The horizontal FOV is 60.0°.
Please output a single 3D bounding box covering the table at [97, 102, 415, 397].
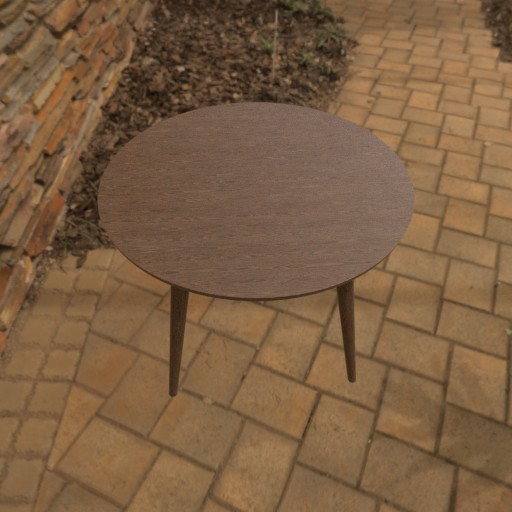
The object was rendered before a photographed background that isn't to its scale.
[{"bbox_3d":[0.000,0.000,1.801,1.053,0.786,1.053,0,46,0],"label":"table"}]
